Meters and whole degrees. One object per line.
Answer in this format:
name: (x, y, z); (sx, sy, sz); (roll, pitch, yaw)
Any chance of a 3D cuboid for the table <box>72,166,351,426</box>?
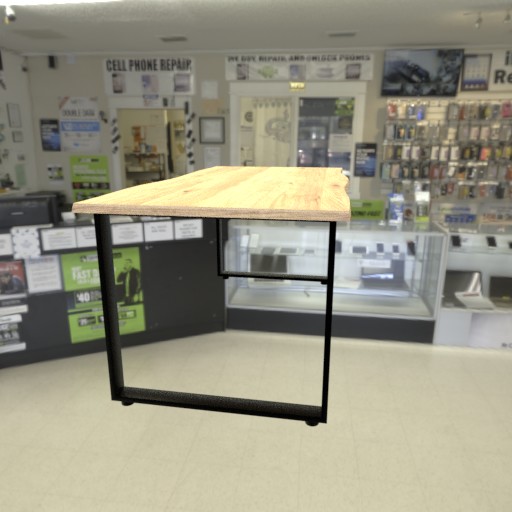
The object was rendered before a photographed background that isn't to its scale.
table: (0.000, 0.000, 2.275); (0.900, 0.780, 1.800); (3, 15, 10)
